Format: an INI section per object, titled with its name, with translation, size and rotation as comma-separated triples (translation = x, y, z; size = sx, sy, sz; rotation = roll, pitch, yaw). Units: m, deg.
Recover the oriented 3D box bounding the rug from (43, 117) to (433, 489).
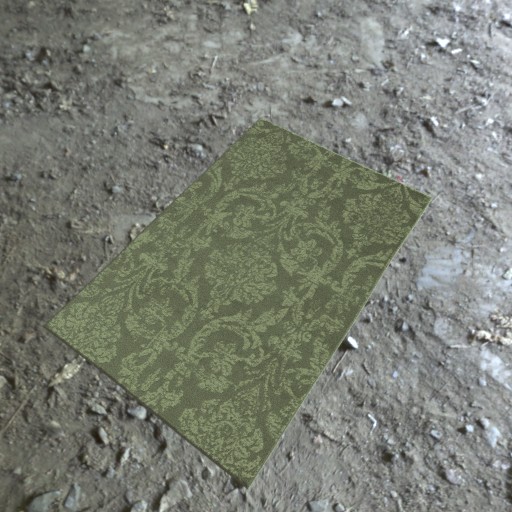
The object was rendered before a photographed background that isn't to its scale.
[rug]
translation = 0.000, 0.000, 2.331
size = 1.206, 0.012, 1.824
rotation = 30, 62, 18
